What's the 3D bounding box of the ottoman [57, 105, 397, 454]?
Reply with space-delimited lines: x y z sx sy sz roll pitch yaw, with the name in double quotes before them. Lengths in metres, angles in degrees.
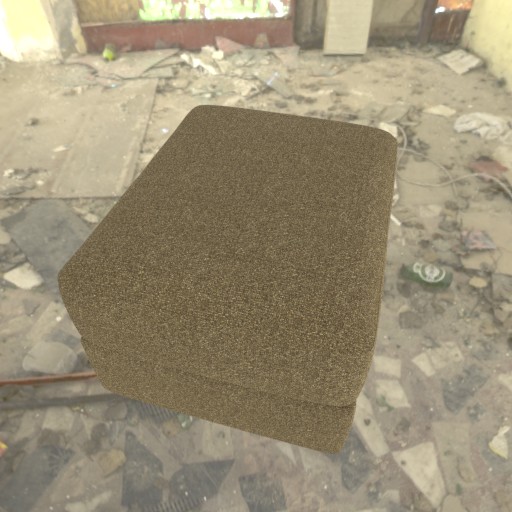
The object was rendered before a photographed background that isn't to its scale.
"ottoman" 0.000 0.000 1.119 0.598 0.476 0.742 11 46 11
